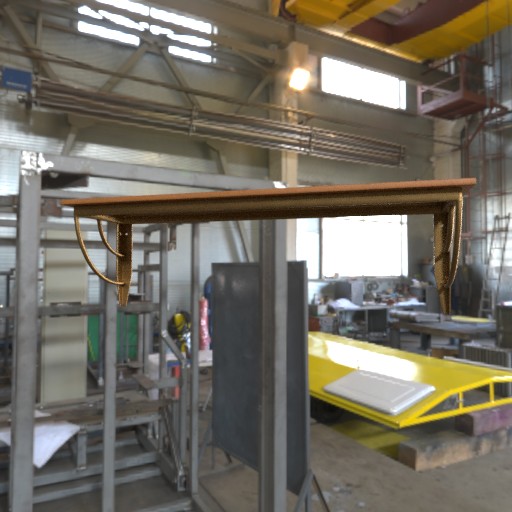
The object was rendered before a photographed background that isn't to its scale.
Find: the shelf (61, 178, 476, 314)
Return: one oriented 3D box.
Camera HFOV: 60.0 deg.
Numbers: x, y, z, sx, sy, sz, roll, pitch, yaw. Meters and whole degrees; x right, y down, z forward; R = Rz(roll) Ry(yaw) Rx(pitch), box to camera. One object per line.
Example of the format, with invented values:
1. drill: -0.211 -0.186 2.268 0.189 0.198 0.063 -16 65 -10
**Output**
1. shelf: 0.000 0.000 0.733 0.636 0.190 0.166 -1 -2 16
